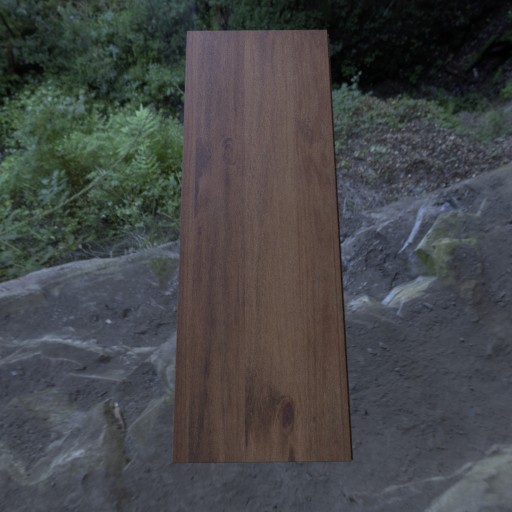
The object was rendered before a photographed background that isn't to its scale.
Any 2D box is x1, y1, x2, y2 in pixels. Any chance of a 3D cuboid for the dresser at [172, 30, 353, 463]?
[{"bbox_3d":[0.000,0.000,1.643,0.479,0.825,1.261,0,76,0],"label":"dresser"}]
